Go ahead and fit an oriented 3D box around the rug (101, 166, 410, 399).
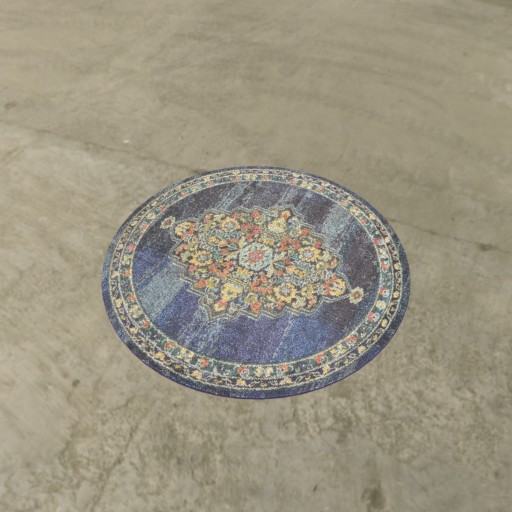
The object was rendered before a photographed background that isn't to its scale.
[{"bbox_3d":[0.000,0.000,3.517,2.386,0.014,2.386,0,47,0],"label":"rug"}]
